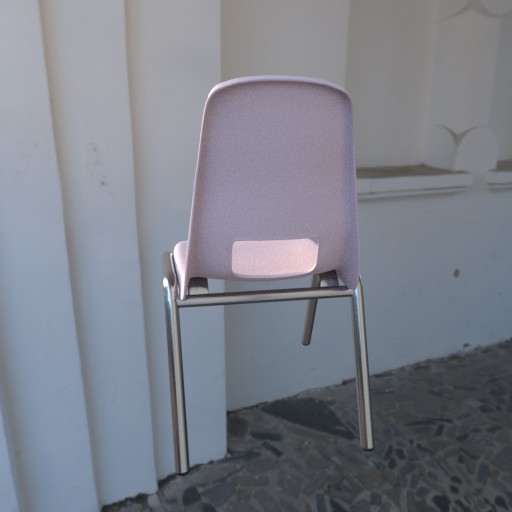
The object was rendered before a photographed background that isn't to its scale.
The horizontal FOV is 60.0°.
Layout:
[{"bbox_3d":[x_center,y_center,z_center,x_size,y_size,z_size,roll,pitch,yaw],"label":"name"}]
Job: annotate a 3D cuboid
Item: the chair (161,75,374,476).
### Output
[{"bbox_3d":[0.000,0.000,0.834,0.354,0.586,0.423,-3,15,-10],"label":"chair"}]
